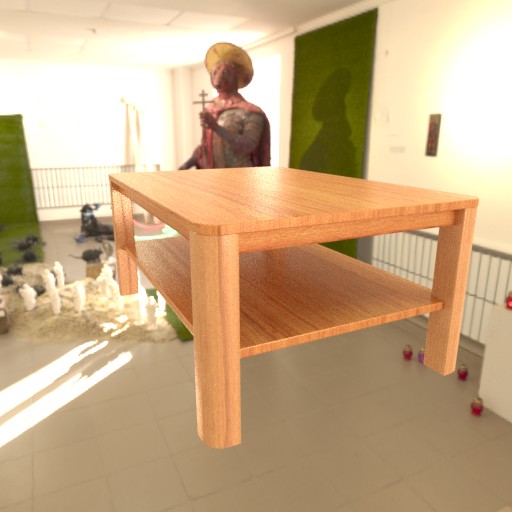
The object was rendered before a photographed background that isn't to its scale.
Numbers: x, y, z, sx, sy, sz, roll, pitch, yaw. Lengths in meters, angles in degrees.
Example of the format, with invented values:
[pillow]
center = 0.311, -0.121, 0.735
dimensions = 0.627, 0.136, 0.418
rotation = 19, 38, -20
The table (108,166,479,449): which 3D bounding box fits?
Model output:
[table]
center = 0.000, 0.000, 1.361
dimensions = 0.696, 0.445, 0.997
rotation = -8, 18, -25
